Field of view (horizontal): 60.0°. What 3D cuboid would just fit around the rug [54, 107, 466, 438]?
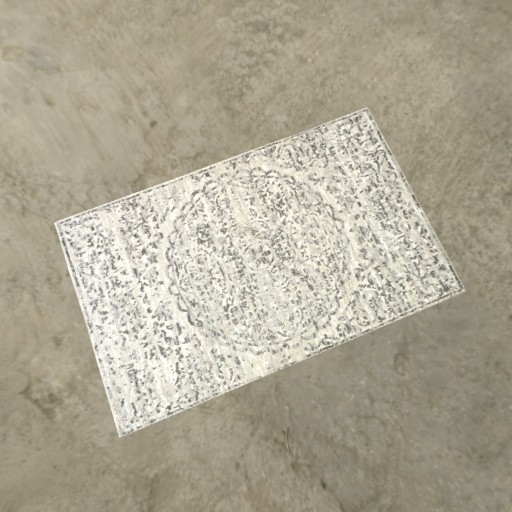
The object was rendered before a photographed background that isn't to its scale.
[{"bbox_3d":[0.000,0.000,3.051,2.447,0.021,1.527,-21,76,-6],"label":"rug"}]
